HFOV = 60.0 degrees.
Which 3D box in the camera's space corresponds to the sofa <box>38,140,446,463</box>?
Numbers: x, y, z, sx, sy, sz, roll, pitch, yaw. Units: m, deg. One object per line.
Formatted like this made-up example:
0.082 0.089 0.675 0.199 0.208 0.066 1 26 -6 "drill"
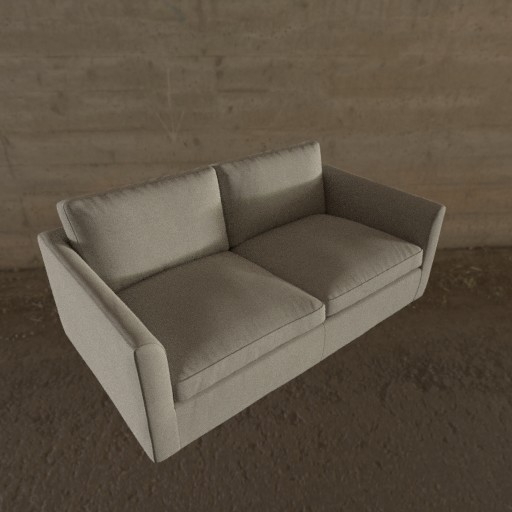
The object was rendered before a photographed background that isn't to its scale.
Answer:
0.000 0.000 2.430 1.905 0.839 1.091 -22 36 -33 "sofa"
